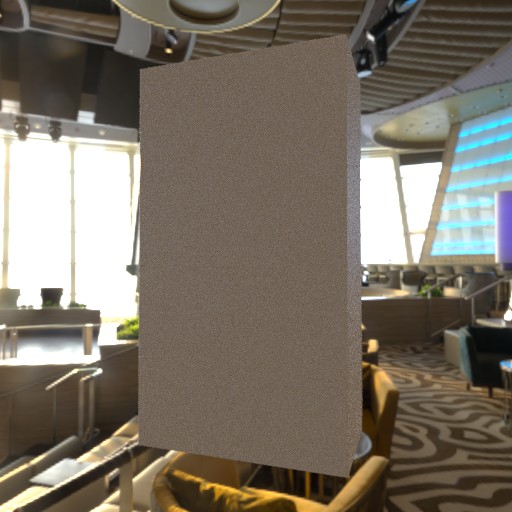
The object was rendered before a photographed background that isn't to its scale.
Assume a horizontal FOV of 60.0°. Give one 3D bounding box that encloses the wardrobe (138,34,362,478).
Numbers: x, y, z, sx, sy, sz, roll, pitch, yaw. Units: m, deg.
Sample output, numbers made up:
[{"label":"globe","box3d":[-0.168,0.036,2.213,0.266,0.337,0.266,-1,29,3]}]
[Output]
[{"label":"wardrobe","box3d":[0.000,0.000,2.242,0.991,1.808,0.577,0,-1,19]}]
